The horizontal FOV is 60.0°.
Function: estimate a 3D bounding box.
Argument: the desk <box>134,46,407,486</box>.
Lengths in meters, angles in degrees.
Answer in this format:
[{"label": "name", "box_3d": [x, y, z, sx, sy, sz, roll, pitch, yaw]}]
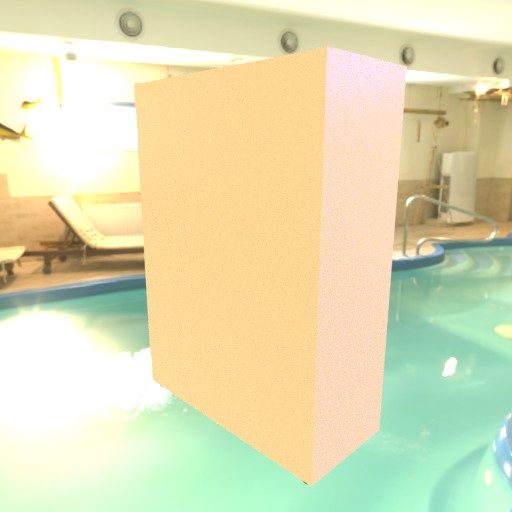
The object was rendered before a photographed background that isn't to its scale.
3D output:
[{"label": "desk", "box_3d": [0.000, 0.000, 1.567, 0.390, 1.190, 0.850, -13, 19, -43]}]
